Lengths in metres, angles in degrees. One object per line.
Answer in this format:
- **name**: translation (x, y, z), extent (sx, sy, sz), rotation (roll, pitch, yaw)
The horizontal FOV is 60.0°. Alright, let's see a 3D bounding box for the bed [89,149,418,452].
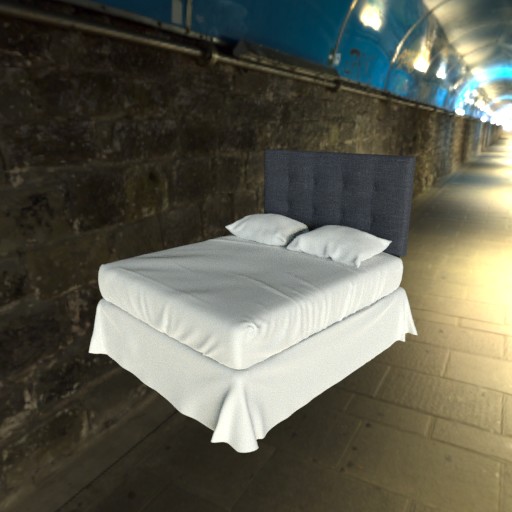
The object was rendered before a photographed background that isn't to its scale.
- **bed**: translation (0.000, 0.000, 3.629), extent (1.936, 1.577, 2.222), rotation (16, 23, 42)
